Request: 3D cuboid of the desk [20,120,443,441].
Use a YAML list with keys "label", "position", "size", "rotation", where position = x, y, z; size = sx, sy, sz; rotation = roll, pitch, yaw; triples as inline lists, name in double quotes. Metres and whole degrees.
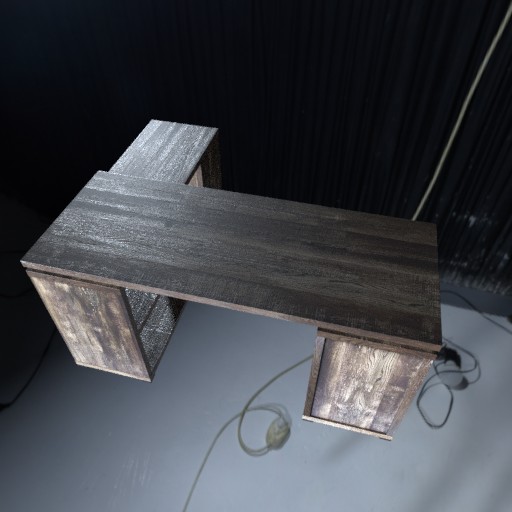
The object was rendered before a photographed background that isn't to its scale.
- label: "desk"
  position: [0.000, 0.000, 2.211]
  size: [1.524, 0.753, 1.200]
  rotation: [10, 46, 10]
